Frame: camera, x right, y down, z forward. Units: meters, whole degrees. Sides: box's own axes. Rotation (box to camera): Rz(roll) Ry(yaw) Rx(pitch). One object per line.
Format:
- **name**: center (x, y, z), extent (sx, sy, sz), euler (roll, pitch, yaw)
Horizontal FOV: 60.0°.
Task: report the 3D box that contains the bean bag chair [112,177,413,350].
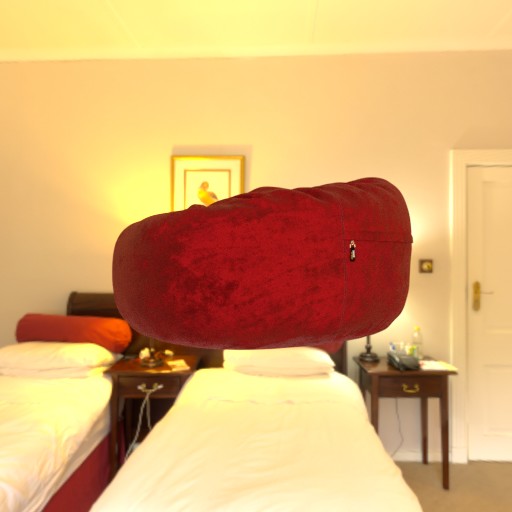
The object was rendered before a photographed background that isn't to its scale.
- **bean bag chair**: center (0.000, 0.000, 2.489), extent (1.524, 0.878, 1.524), euler (0, 0, -35)
